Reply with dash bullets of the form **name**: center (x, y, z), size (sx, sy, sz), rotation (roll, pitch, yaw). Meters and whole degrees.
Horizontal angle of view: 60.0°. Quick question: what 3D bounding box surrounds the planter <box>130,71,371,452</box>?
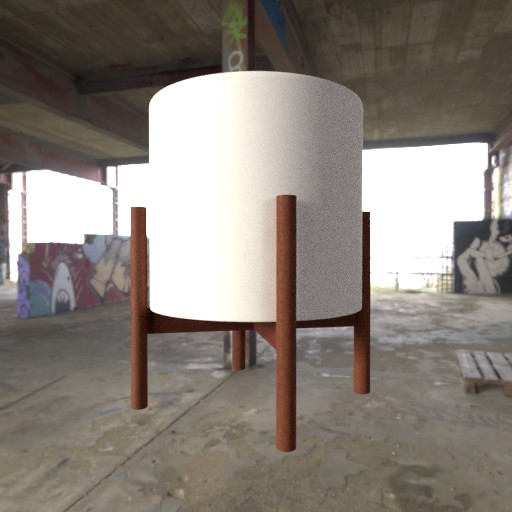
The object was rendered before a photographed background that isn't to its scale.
- **planter**: center (0.000, 0.000, 0.899), size (0.421, 0.581, 0.420), rotation (1, 1, 36)
